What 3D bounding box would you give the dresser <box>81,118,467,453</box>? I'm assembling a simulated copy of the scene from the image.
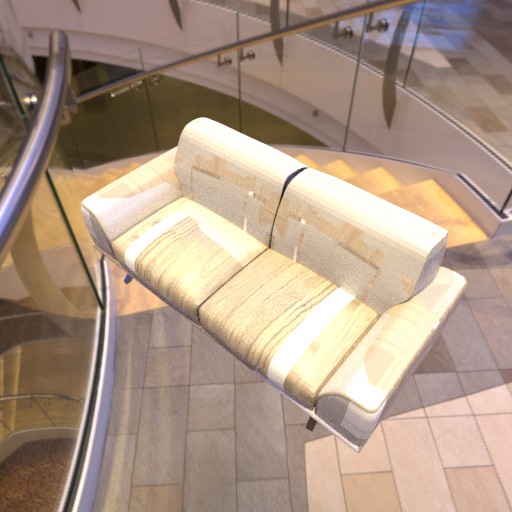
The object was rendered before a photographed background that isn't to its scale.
[{"bbox_3d":[0.000,0.000,5.802,4.679,1.863,2.251,32,54,27],"label":"dresser"}]
